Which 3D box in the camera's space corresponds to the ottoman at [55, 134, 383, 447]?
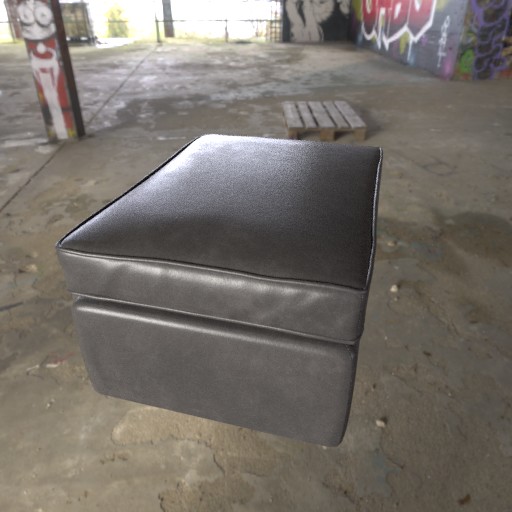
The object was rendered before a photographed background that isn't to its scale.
[{"bbox_3d":[0.000,0.000,1.107,0.554,0.445,0.756,8,32,13],"label":"ottoman"}]
